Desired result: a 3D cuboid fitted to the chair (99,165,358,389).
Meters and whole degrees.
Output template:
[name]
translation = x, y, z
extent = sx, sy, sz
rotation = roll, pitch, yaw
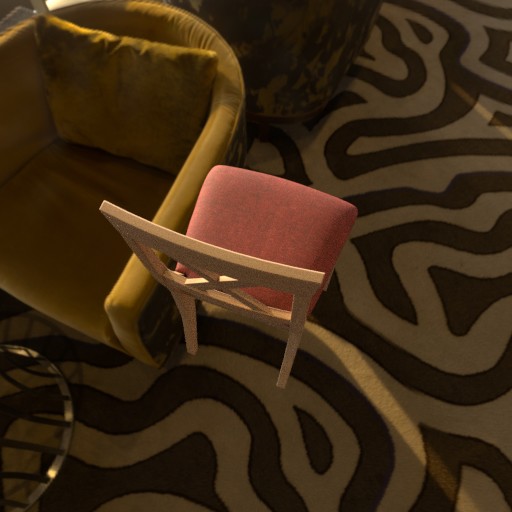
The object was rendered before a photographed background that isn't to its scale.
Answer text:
[chair]
translation = 0.000, 0.000, 1.178
extent = 0.439, 0.912, 0.492
rotation = 18, 64, 9
